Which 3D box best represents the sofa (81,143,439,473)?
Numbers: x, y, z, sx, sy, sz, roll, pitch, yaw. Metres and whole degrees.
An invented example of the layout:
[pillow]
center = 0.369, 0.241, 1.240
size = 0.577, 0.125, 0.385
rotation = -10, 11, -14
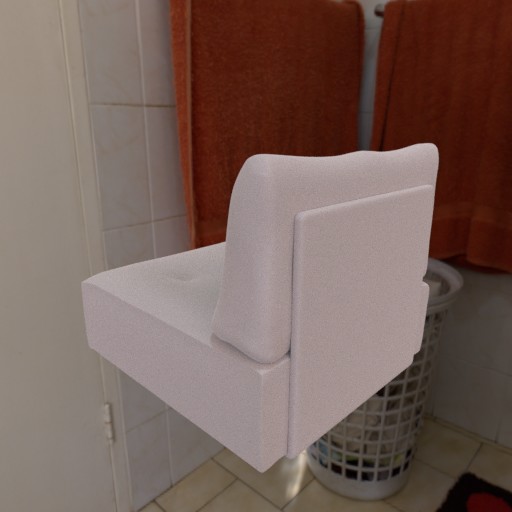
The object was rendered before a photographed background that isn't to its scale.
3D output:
[sofa]
center = 0.000, 0.000, 1.667
size = 1.000, 0.828, 0.935
rotation = 16, 23, 42
